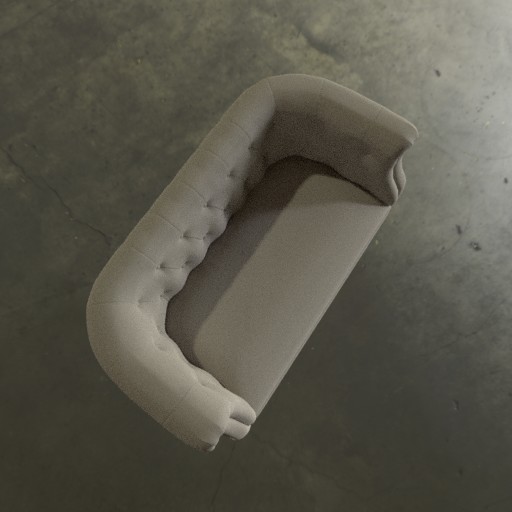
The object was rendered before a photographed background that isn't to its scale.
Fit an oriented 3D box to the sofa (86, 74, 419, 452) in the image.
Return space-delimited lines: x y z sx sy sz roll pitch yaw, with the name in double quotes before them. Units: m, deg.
"sofa" 0.000 0.000 2.081 0.835 0.827 1.558 33 78 8
